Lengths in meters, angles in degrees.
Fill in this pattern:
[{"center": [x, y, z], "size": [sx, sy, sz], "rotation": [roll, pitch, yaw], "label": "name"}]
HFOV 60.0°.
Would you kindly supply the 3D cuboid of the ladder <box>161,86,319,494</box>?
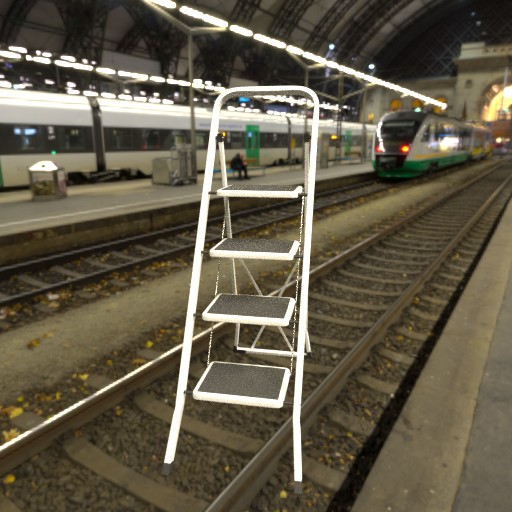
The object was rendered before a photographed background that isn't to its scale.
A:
[{"center": [0.000, 0.000, 1.684], "size": [0.460, 1.265, 0.914], "rotation": [3, 15, 10], "label": "ladder"}]
